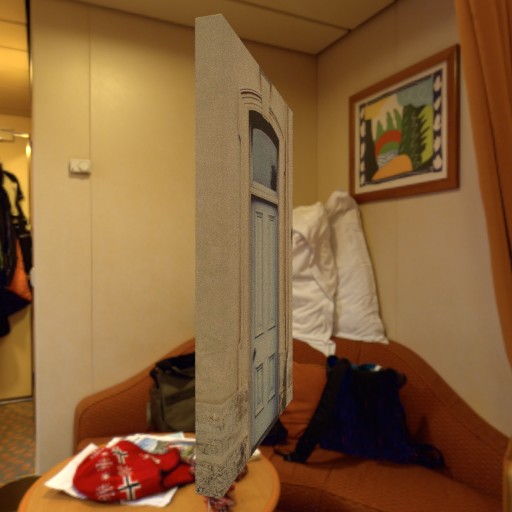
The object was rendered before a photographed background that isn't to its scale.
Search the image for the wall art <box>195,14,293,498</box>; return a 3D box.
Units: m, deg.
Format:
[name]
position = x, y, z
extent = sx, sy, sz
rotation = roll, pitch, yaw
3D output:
[wall art]
position = 0.000, 0.000, 0.752
extent = 0.036, 0.607, 0.403
rotation = 0, 0, 17
